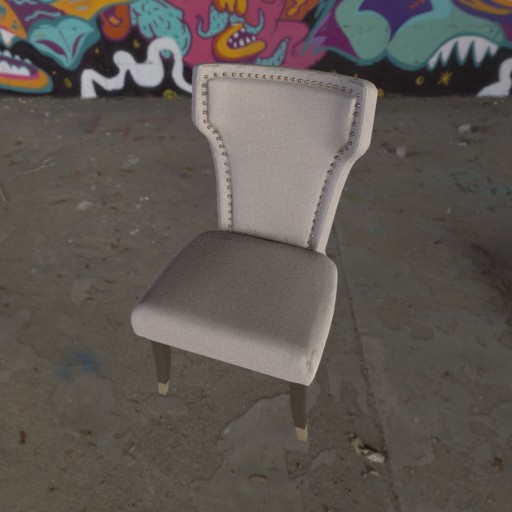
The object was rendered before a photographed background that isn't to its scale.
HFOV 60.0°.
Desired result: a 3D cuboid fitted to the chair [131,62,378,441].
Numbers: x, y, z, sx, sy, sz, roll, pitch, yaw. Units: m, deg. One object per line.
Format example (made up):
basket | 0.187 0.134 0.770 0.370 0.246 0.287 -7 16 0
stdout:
chair | 0.000 0.000 1.329 0.526 0.950 0.630 13 42 15
